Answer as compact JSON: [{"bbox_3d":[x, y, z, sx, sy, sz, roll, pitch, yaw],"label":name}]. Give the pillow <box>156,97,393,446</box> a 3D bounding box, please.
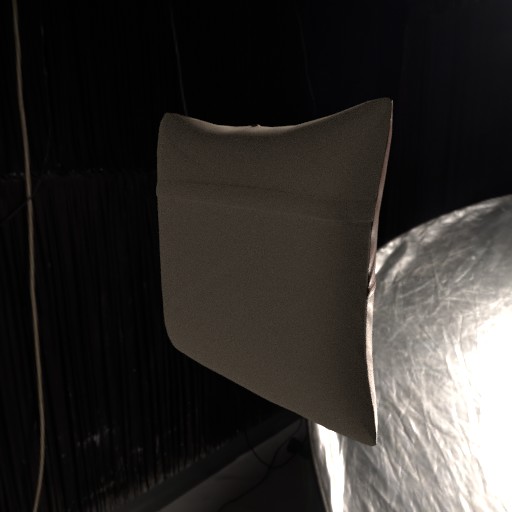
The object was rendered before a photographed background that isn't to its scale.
[{"bbox_3d":[0.000,0.000,0.728,0.192,0.470,0.484,-14,19,-43],"label":"pillow"}]
